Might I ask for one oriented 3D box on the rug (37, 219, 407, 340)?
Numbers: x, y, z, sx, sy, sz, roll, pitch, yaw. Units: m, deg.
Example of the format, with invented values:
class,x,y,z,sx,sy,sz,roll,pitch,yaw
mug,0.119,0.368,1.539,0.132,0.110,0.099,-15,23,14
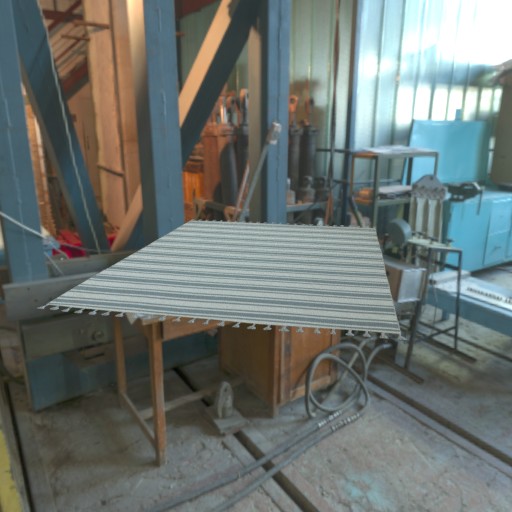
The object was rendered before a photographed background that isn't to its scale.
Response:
class,x,y,z,sx,sy,sz,roll,pitch,yaw
rug,0.000,0.000,4.299,2.439,0.005,3.201,3,16,11
